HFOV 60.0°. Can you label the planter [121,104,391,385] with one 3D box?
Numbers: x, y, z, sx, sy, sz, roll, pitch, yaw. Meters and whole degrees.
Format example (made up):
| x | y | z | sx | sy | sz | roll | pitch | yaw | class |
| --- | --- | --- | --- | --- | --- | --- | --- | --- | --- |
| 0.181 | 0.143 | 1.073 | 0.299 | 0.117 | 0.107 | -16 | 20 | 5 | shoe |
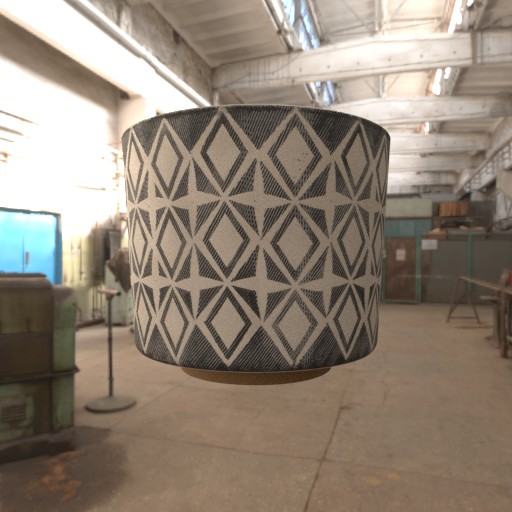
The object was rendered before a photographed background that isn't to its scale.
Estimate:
| x | y | z | sx | sy | sz | roll | pitch | yaw | class |
| --- | --- | --- | --- | --- | --- | --- | --- | --- | --- |
| 0.000 | 0.000 | 0.448 | 0.260 | 0.220 | 0.260 | 0 | 0 | 0 | planter |
